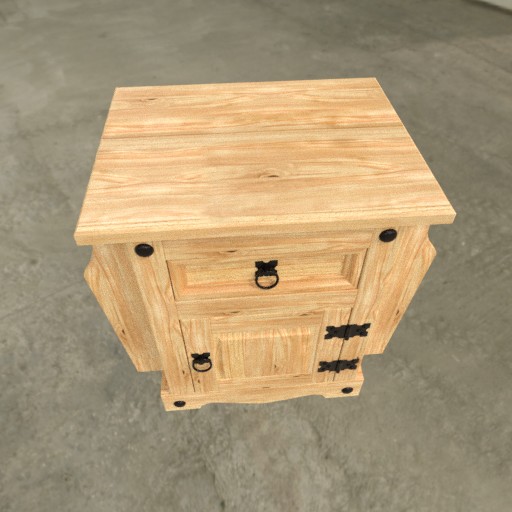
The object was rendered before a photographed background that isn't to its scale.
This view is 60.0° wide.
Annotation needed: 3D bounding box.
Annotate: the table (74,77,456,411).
[{"bbox_3d":[0.000,0.000,0.856,0.530,0.515,0.380,-4,47,-3],"label":"table"}]
